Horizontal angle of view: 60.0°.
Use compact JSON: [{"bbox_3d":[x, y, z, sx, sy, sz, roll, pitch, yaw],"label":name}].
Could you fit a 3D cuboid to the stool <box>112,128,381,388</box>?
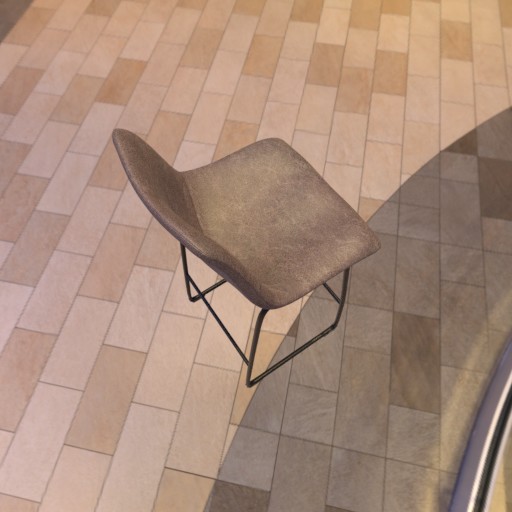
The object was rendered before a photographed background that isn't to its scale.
[{"bbox_3d":[0.000,0.000,1.416,0.561,1.082,0.514,-31,65,-16],"label":"stool"}]
